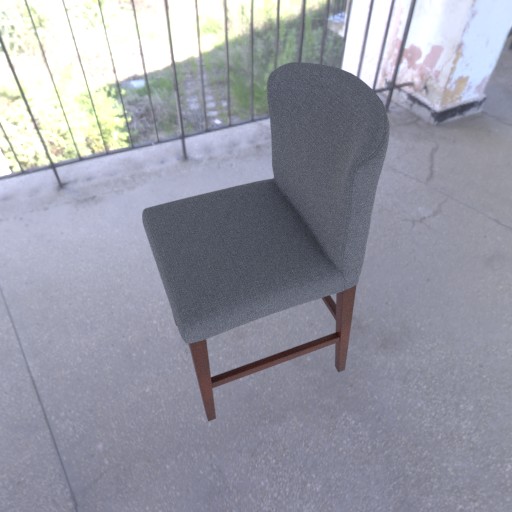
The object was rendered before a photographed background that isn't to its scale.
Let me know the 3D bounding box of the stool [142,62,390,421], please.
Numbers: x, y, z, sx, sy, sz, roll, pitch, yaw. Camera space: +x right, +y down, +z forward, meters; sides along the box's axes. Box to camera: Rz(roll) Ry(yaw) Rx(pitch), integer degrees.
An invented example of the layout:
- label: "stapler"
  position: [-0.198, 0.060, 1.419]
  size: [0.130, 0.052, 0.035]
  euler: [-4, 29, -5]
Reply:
- label: "stool"
  position: [0.000, 0.000, 1.314]
  size: [0.568, 0.968, 0.479]
  euler: [-16, 49, -15]
